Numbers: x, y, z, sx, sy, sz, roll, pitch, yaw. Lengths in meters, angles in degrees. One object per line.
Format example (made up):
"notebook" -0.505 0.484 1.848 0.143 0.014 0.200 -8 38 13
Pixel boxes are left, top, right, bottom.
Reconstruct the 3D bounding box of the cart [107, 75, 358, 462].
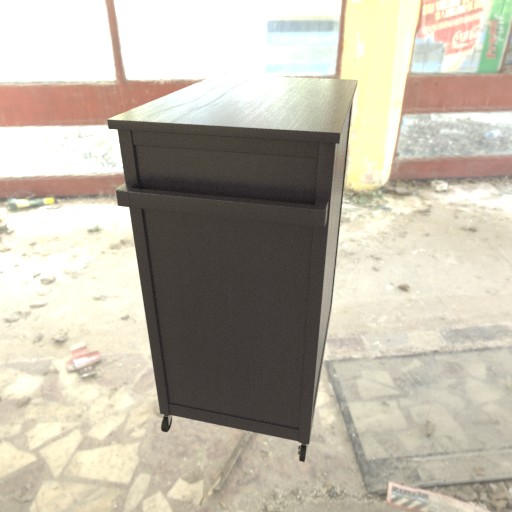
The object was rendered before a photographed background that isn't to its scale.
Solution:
"cart" 0.000 0.000 1.276 0.449 0.878 0.690 7 30 12
